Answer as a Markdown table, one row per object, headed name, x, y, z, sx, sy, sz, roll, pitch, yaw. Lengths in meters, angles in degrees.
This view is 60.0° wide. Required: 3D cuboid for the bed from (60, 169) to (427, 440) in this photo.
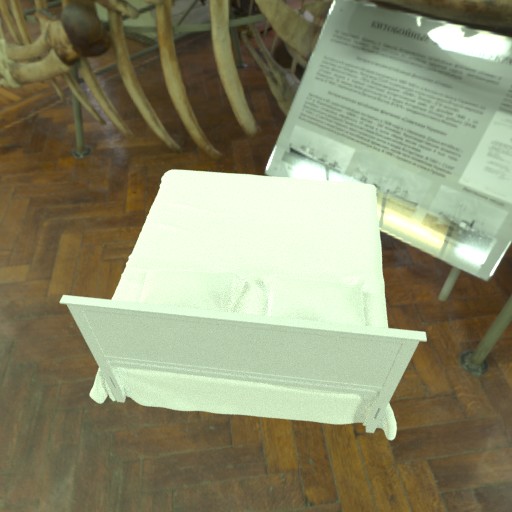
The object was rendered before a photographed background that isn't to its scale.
| name | x | y | z | sx | sy | sz | roll | pitch | yaw |
| --- | --- | --- | --- | --- | --- | --- | --- | --- | --- |
| bed | 0.000 | 0.000 | 3.577 | 2.317 | 1.273 | 2.215 | 5 | 47 | 5 |
